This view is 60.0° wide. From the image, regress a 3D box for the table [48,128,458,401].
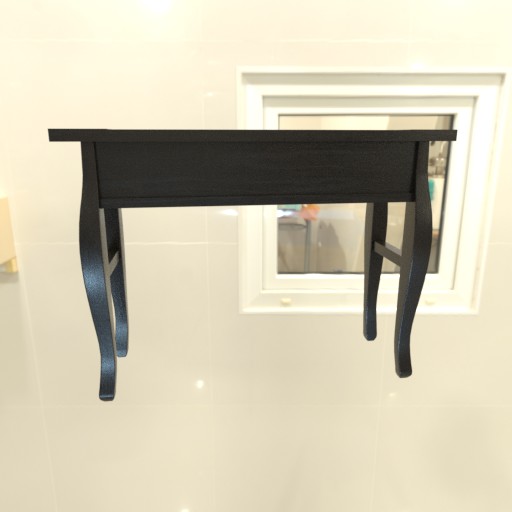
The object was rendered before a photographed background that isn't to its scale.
[{"bbox_3d":[0.000,0.000,1.406,1.062,0.768,0.373,-2,15,-8],"label":"table"}]
